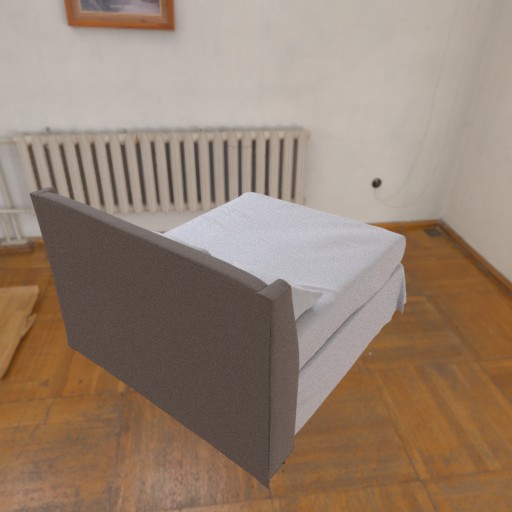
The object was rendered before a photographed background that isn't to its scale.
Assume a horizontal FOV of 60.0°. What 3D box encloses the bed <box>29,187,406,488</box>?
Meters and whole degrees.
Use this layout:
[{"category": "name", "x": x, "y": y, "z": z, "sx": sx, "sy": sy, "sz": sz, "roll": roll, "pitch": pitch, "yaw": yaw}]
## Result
[{"category": "bed", "x": 0.000, "y": 0.000, "z": 3.389, "sx": 1.925, "sy": 1.332, "sz": 2.276, "roll": 21, "pitch": 36, "yaw": 32}]
